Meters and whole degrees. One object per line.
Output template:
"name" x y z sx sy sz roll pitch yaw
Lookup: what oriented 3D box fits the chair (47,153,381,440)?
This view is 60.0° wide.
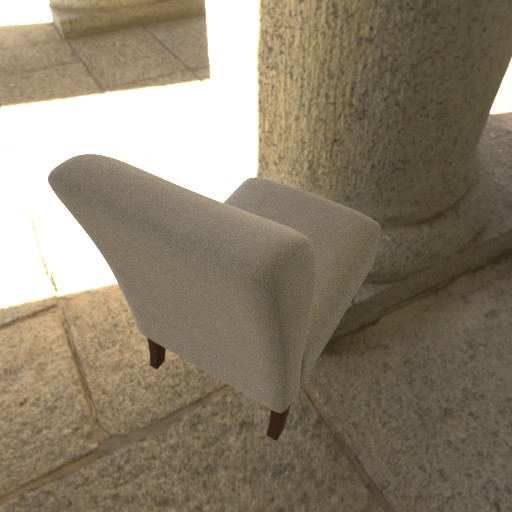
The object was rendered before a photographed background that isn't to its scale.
"chair" 0.000 0.000 1.266 0.521 0.833 0.754 24 50 22
